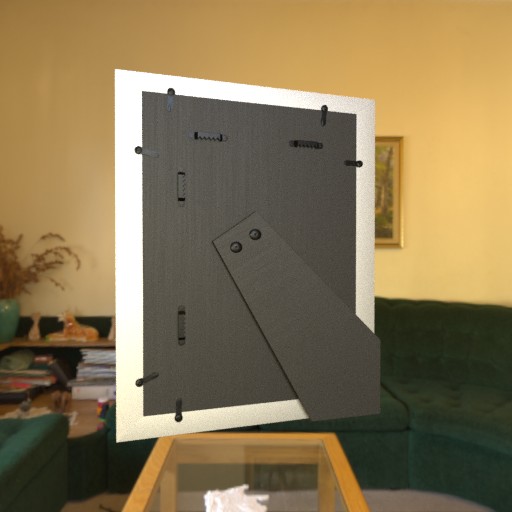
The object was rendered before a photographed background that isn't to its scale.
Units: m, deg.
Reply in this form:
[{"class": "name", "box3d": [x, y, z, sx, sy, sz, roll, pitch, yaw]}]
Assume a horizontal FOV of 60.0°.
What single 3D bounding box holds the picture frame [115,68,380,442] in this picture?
[{"class": "picture frame", "box3d": [0.000, 0.000, 0.509, 0.307, 0.386, 0.036, 0, 1, -18]}]
